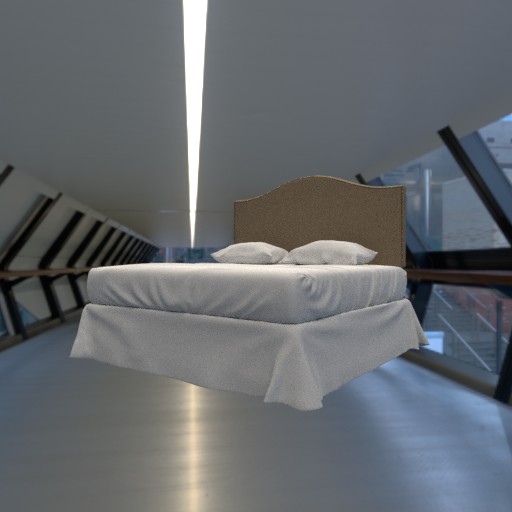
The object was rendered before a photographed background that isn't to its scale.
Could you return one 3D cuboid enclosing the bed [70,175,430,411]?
[{"bbox_3d":[0.000,0.000,3.786,2.311,1.651,2.222,0,0,36],"label":"bed"}]
